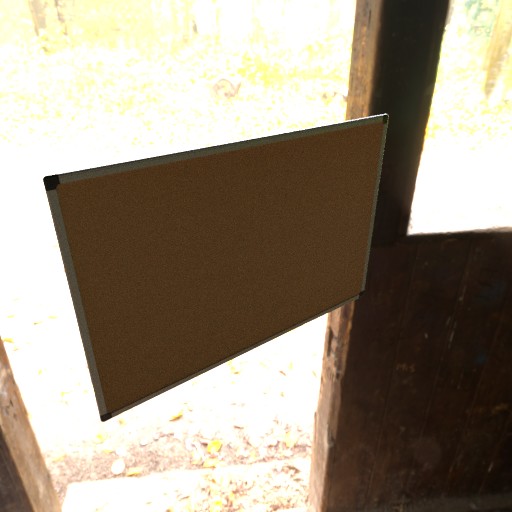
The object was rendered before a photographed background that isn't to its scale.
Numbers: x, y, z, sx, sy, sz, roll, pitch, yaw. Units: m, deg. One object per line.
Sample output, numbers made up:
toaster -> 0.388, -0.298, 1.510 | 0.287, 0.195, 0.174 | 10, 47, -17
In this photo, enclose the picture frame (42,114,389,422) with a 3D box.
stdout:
picture frame -> 0.000, 0.000, 1.128 | 0.900, 0.600, 0.010 | -19, 34, -31
